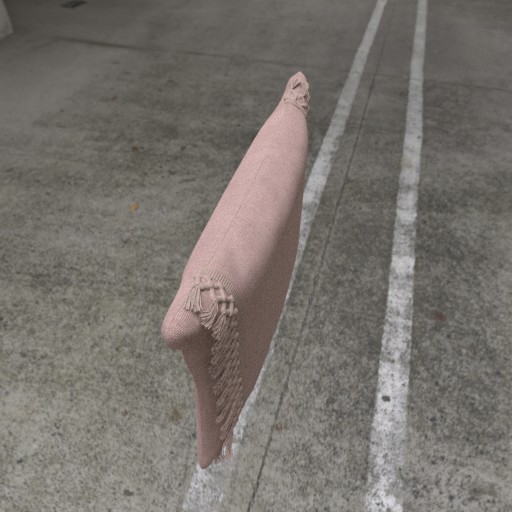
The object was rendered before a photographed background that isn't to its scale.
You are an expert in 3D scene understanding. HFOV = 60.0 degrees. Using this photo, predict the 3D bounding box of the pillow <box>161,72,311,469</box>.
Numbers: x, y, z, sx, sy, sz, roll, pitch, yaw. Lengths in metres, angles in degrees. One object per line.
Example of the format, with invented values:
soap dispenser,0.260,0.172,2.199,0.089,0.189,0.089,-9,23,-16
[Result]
pillow,0.000,0.000,0.587,0.084,0.305,0.466,12,48,11
